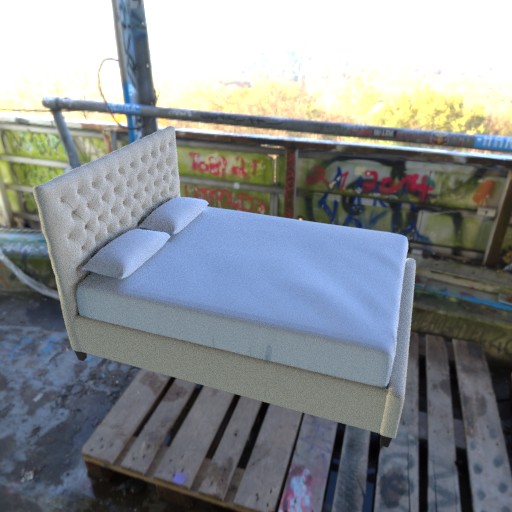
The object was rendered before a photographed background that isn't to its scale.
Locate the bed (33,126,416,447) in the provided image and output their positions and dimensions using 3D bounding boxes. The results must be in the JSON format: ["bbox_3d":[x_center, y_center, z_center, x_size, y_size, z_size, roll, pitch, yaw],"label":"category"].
[{"bbox_3d":[0.000,0.000,3.404,2.387,1.427,1.698,10,31,17],"label":"bed"}]
